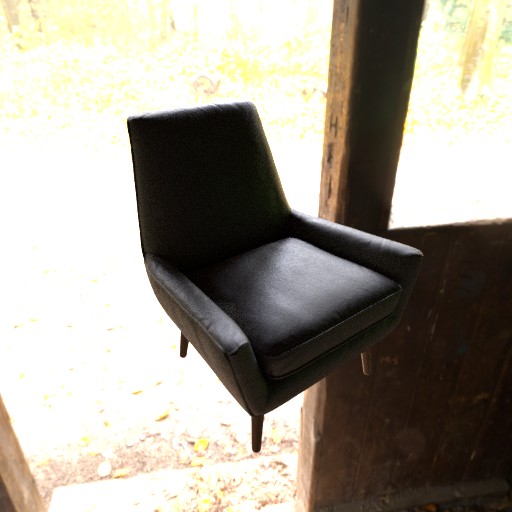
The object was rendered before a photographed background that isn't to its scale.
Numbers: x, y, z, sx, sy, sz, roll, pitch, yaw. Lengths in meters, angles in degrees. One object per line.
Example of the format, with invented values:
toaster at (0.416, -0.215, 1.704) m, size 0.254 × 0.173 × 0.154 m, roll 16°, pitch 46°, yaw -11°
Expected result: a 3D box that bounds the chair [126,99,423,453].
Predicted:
chair at (0.000, 0.000, 1.502) m, size 0.787 × 0.888 × 0.822 m, roll -21°, pitch 36°, yaw -33°
